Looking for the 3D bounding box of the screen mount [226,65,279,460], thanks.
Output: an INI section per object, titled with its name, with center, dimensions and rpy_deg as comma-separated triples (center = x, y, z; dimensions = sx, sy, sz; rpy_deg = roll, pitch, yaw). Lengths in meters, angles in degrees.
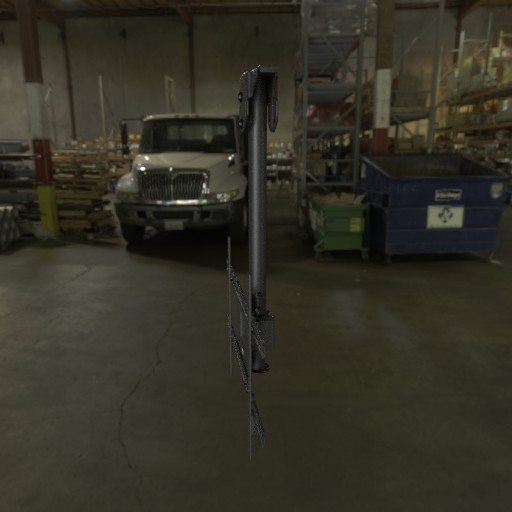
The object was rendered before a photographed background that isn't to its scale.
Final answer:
[screen mount]
center = 0.000, 0.000, 1.020
dimensions = 0.090, 0.775, 0.595
rpy_deg = -2, 14, -9
